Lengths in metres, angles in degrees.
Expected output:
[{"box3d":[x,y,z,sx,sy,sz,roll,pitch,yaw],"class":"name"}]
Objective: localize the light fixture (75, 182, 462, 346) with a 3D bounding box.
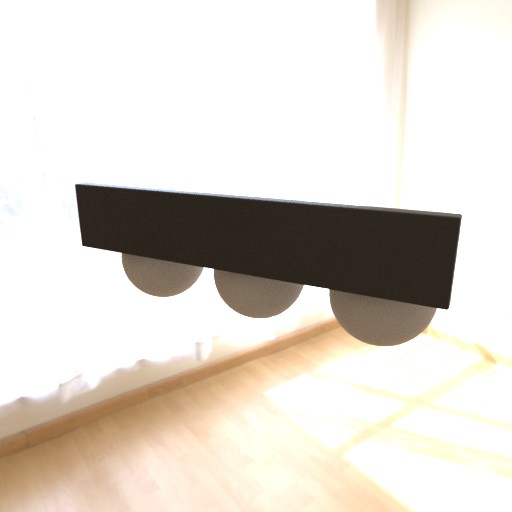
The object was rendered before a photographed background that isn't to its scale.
[{"box3d":[0.000,0.000,0.871,0.721,0.263,0.218,9,19,27],"class":"light fixture"}]
